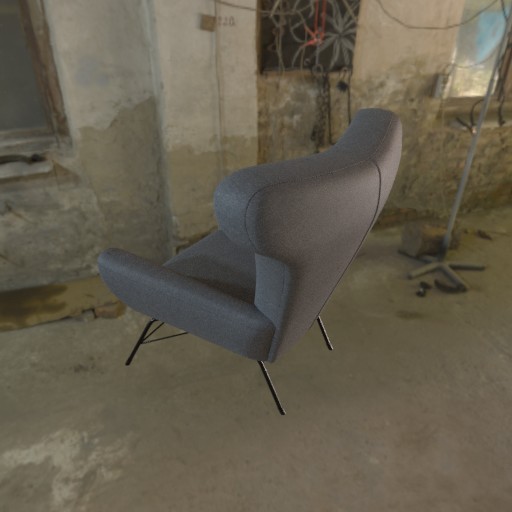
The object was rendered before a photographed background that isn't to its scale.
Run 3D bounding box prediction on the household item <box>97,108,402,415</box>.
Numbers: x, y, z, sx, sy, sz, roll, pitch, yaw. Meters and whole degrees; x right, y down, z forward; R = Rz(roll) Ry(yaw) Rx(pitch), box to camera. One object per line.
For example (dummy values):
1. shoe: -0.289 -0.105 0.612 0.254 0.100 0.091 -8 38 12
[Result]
1. household item: 0.000 0.000 1.755 0.900 1.050 0.980 19 37 28
